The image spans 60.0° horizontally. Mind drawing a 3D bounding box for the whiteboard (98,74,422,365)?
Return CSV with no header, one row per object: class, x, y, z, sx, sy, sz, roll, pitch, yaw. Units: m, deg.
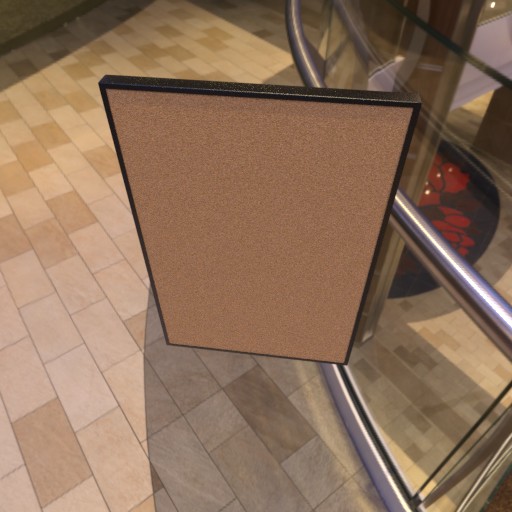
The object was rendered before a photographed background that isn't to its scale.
whiteboard,0.000,0.000,0.778,0.406,0.611,0.026,5,46,5
